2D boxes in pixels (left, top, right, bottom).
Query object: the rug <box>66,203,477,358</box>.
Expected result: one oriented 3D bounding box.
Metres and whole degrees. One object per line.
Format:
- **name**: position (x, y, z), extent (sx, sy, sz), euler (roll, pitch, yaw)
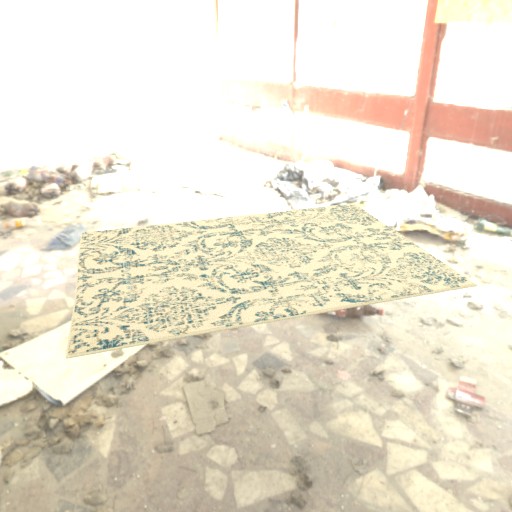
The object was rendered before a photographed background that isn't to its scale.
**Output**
- **rug**: position (0.000, 0.000, 2.388), extent (1.831, 0.012, 1.213), euler (-8, 27, -15)
